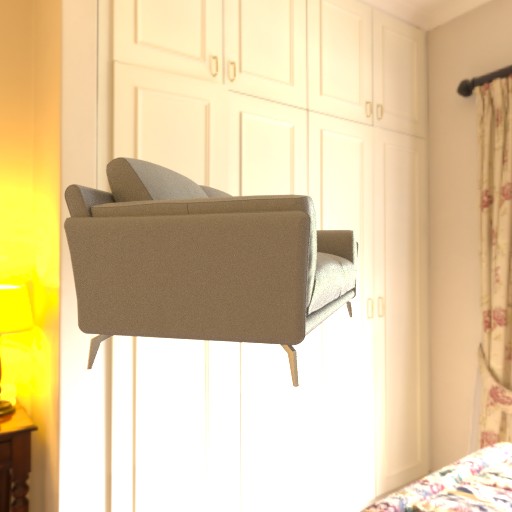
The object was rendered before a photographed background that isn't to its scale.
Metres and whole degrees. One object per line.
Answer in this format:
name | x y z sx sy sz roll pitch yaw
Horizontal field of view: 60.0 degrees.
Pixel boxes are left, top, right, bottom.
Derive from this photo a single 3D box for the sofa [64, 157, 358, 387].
sofa | 0.000 0.000 2.627 1.049 0.930 2.101 0 -1 17
